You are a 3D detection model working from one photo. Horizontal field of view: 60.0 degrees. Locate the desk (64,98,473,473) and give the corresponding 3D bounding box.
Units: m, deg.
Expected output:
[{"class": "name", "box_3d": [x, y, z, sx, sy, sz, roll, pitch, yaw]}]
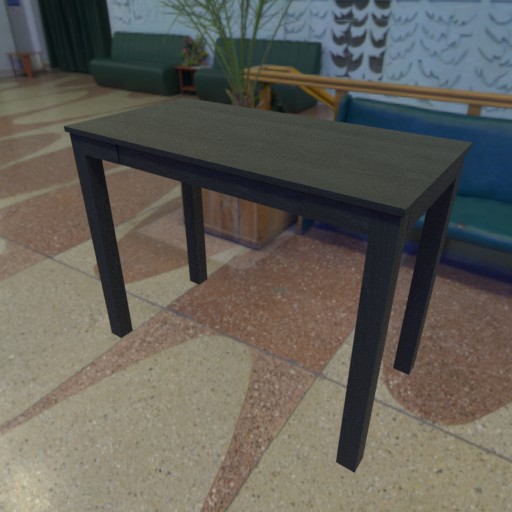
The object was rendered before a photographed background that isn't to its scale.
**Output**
[{"class": "desk", "box_3d": [0.000, 0.000, 1.385, 0.991, 0.762, 0.499, 20, 36, 30]}]
